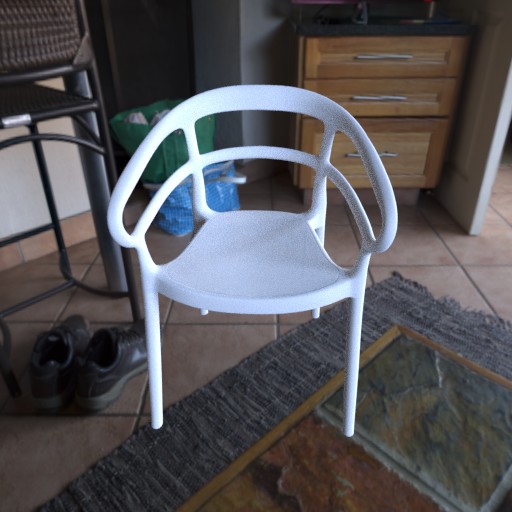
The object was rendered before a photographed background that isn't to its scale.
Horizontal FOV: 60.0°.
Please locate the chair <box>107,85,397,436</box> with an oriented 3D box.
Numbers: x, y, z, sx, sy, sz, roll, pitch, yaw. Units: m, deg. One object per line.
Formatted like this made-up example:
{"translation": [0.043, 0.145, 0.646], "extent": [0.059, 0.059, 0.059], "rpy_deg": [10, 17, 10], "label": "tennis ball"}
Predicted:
{"translation": [0.000, 0.000, 1.157], "extent": [0.559, 0.761, 0.527], "rpy_deg": [1, 30, 2], "label": "chair"}
